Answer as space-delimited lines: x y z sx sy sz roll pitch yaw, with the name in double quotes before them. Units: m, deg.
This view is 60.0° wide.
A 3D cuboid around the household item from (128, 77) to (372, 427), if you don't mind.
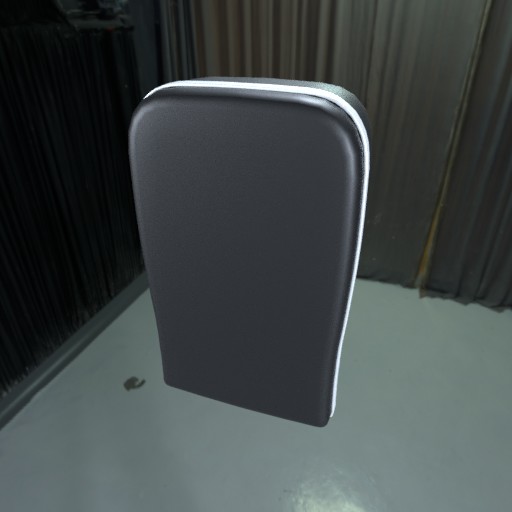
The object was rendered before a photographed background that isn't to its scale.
"household item" 0.000 0.000 0.152 0.070 0.114 0.038 10 32 16
